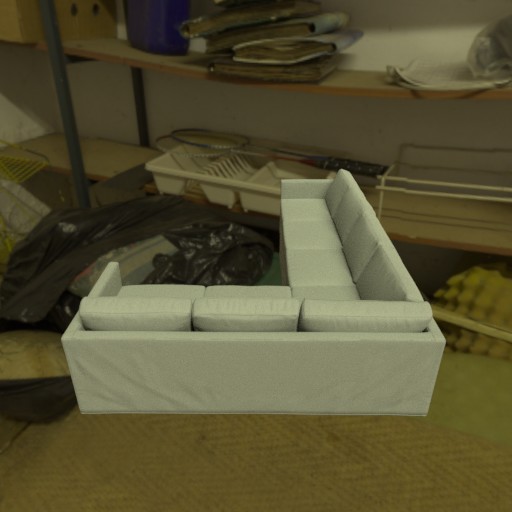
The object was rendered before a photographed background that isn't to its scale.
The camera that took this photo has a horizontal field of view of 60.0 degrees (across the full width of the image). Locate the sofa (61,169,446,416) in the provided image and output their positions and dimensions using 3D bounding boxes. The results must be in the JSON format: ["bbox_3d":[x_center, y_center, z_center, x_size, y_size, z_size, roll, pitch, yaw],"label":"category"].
[{"bbox_3d":[0.000,0.000,4.271,2.432,0.871,3.182,0,28,1],"label":"sofa"}]
